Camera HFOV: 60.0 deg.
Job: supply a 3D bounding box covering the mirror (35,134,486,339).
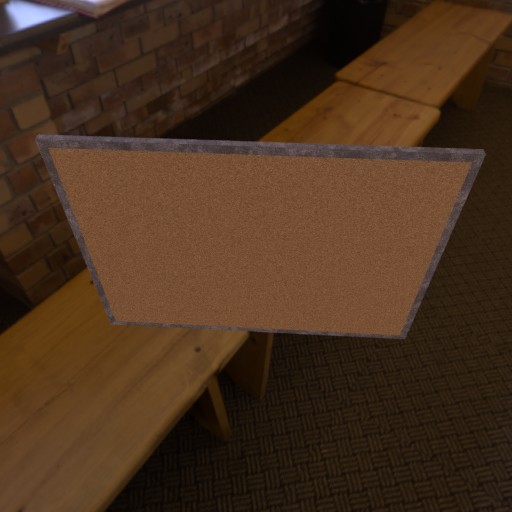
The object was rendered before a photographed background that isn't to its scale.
[{"bbox_3d":[0.000,0.000,1.376,1.101,0.795,0.022,3,46,2],"label":"mirror"}]
